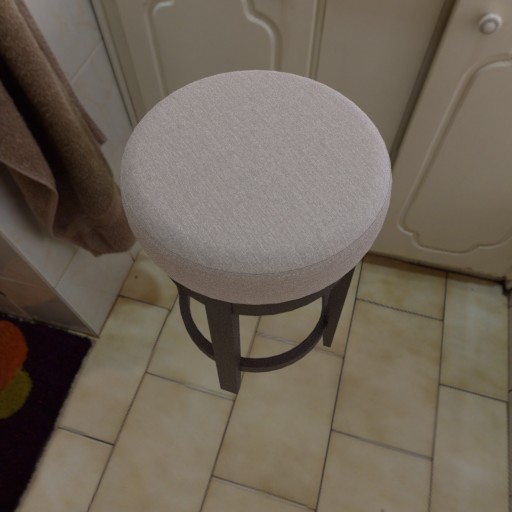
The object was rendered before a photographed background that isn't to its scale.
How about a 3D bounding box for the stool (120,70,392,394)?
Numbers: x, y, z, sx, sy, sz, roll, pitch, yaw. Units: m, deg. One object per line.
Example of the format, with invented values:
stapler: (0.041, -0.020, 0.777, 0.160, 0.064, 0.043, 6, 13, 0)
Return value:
stool: (0.000, 0.000, 0.966, 0.443, 0.672, 0.443, 0, 59, 0)
